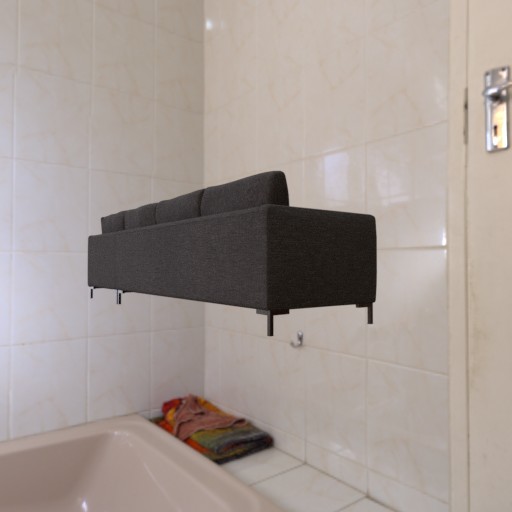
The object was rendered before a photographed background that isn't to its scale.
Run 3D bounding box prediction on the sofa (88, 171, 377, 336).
[{"bbox_3d":[0.000,0.000,3.801,2.007,0.815,2.949,1,-1,-36],"label":"sofa"}]
